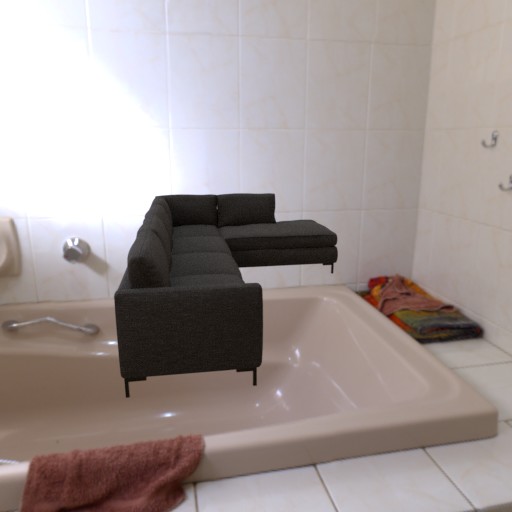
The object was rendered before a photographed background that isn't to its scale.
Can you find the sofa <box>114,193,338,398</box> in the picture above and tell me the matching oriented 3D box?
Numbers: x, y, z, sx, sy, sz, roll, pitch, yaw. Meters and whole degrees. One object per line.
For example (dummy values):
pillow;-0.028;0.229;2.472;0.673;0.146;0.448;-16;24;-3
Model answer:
sofa;0.000;0.000;3.899;2.007;0.815;2.949;-2;15;-9
